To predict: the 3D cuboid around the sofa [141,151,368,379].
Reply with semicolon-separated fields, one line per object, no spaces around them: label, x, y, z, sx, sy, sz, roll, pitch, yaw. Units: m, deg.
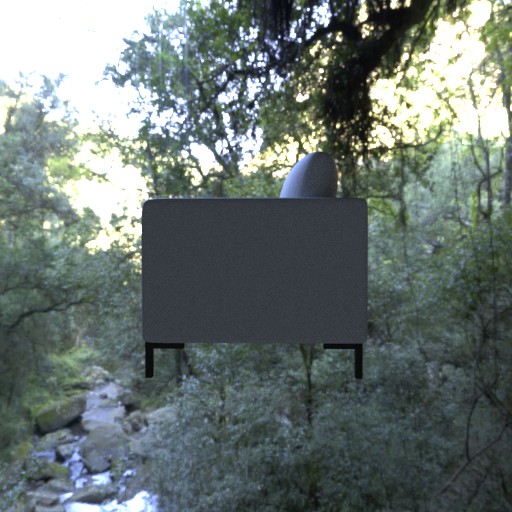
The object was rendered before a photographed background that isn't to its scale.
sofa;0.000;0.000;2.724;0.859;0.874;2.218;0;1;1
